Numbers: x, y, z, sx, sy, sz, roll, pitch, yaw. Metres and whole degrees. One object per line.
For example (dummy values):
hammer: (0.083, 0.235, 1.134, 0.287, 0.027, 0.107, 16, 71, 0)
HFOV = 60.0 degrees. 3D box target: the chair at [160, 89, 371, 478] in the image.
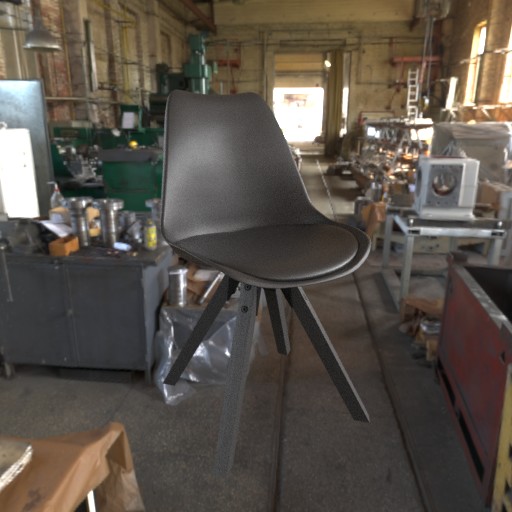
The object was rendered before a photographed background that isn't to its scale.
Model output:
chair: (0.000, 0.000, 1.174, 0.485, 0.850, 0.550, -8, 19, -26)
